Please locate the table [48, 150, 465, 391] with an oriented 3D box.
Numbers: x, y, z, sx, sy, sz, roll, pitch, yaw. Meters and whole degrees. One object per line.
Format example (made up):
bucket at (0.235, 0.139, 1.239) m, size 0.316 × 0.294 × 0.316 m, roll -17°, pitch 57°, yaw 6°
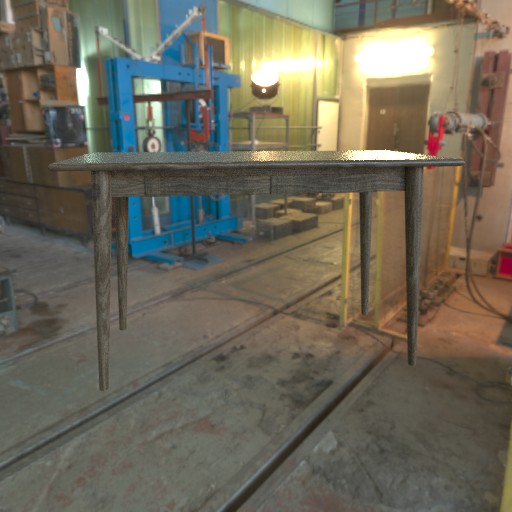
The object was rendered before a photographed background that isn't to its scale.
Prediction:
table at (0.000, 0.000, 1.758) m, size 1.300 × 0.780 × 0.599 m, roll -2°, pitch 16°, yaw -8°
